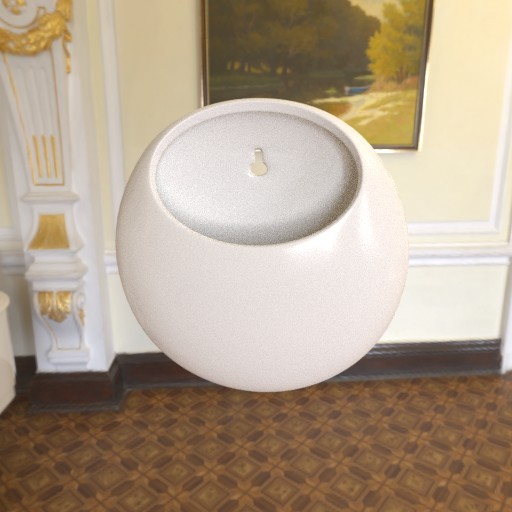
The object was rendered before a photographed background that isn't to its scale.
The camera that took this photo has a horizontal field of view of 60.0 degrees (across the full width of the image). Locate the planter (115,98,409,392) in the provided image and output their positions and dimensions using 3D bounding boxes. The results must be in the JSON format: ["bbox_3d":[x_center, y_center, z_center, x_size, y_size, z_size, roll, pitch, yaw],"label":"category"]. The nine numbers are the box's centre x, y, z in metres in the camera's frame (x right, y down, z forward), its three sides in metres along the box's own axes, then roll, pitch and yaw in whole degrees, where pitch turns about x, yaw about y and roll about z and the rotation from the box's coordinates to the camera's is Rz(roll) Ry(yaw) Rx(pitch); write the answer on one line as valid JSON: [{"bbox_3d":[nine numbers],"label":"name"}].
[{"bbox_3d":[0.000,0.000,0.278,0.185,0.188,0.043,2,14,8],"label":"planter"}]
